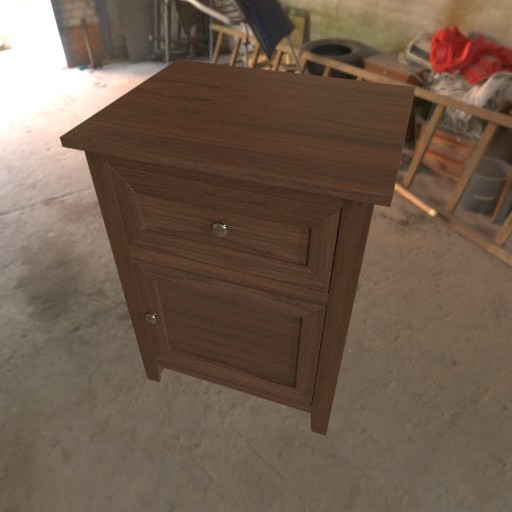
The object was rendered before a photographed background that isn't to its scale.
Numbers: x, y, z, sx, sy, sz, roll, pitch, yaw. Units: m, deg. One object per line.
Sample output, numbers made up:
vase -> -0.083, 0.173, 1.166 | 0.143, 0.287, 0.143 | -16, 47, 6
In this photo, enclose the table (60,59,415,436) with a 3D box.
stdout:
table -> 0.000, 0.000, 0.935 | 0.480, 0.636, 0.381 | 13, 42, 14
